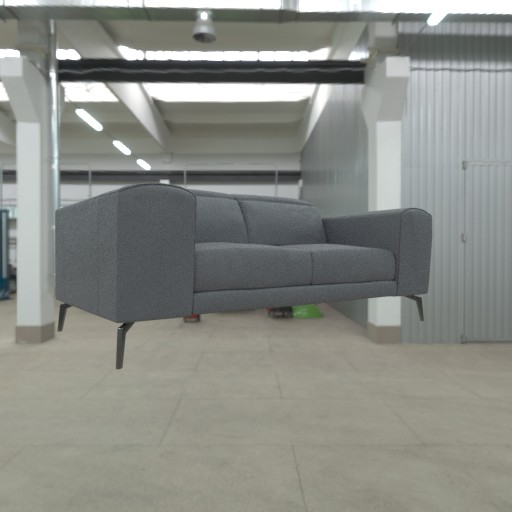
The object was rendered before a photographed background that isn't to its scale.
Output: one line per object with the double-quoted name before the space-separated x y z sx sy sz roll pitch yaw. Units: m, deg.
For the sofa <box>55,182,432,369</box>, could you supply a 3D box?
"sofa" 0.000 0.000 2.448 1.895 0.779 1.003 0 1 -36
